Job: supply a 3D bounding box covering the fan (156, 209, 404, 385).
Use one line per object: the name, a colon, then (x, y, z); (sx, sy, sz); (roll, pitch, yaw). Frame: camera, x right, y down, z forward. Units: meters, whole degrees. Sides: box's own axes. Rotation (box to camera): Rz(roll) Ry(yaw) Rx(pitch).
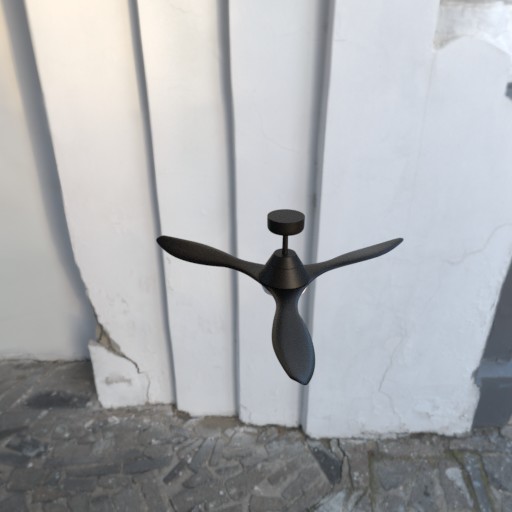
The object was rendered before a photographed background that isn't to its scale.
fan: (0.000, 0.000, 1.678); (1.067, 0.305, 1.067); (8, 28, 16)
